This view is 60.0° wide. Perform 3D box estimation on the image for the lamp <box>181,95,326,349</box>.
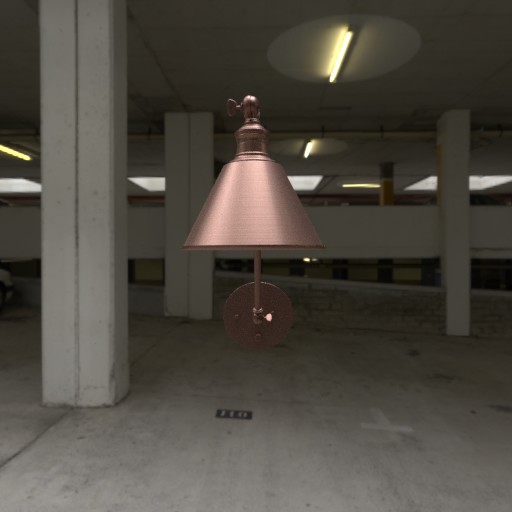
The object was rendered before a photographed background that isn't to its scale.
[{"bbox_3d":[0.000,0.000,0.891,0.223,0.502,0.624,0,1,1],"label":"lamp"}]
